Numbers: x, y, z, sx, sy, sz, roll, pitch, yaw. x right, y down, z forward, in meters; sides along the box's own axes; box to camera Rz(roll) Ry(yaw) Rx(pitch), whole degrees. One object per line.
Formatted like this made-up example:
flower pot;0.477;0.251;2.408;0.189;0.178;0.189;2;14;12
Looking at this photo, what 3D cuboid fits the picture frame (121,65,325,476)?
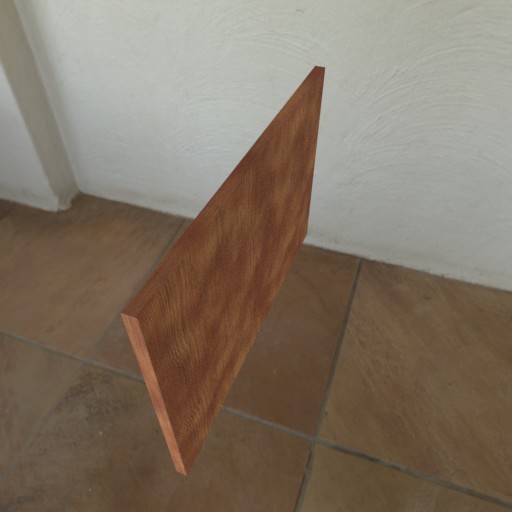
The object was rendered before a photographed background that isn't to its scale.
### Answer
picture frame;0.000;0.000;1.174;0.029;0.640;0.950;16;48;16
